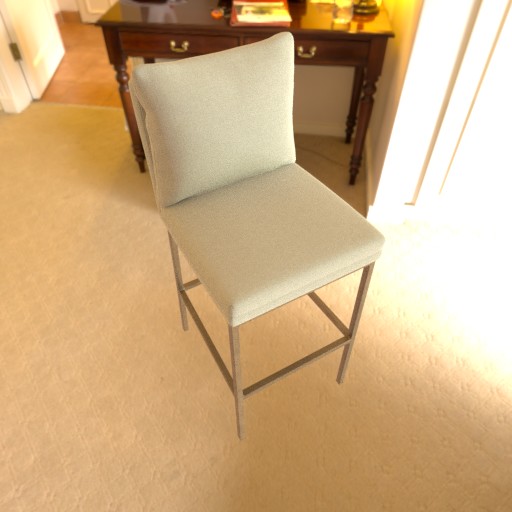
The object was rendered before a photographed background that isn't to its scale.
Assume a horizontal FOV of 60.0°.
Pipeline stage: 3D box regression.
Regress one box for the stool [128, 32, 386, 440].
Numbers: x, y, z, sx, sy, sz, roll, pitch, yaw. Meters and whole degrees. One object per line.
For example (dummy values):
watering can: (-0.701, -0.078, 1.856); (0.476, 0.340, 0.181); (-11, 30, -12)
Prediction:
stool: (0.000, 0.000, 1.370); (0.463, 1.125, 0.572); (-22, 50, -21)
